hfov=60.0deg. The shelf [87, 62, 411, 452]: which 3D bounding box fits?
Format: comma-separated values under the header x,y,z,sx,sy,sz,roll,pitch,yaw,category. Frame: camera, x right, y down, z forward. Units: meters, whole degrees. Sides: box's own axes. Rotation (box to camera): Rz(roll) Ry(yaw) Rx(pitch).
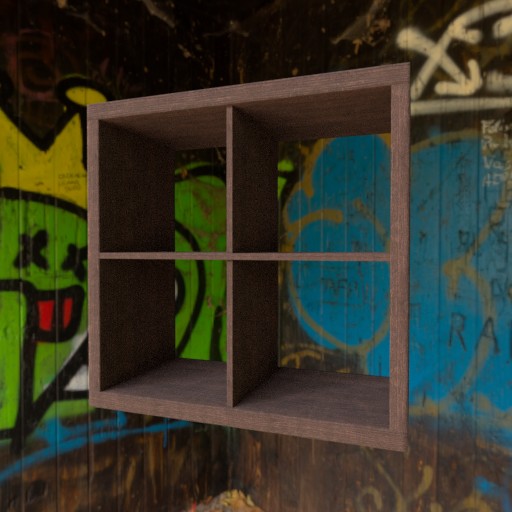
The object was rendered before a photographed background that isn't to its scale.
x,y,z,sx,sy,sz,roll,pitch,yaw,category
0.000,0.000,1.207,0.790,0.786,0.390,0,1,19,shelf
